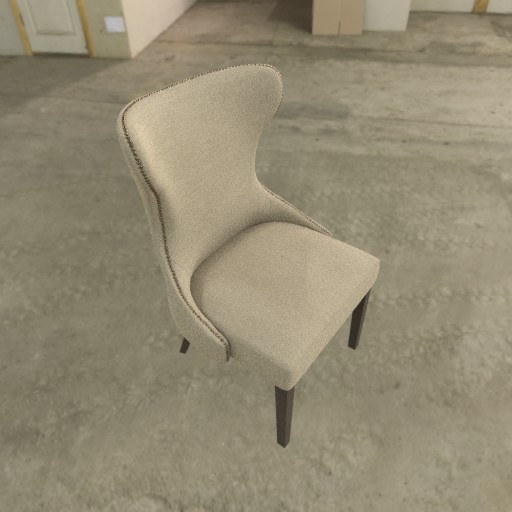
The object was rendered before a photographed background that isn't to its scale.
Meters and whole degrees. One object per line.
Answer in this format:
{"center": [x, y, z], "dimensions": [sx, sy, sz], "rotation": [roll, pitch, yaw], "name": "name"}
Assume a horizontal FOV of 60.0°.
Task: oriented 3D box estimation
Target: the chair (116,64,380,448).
{"center": [0.000, 0.000, 1.397], "dimensions": [0.635, 0.967, 0.628], "rotation": [26, 48, 27], "name": "chair"}
